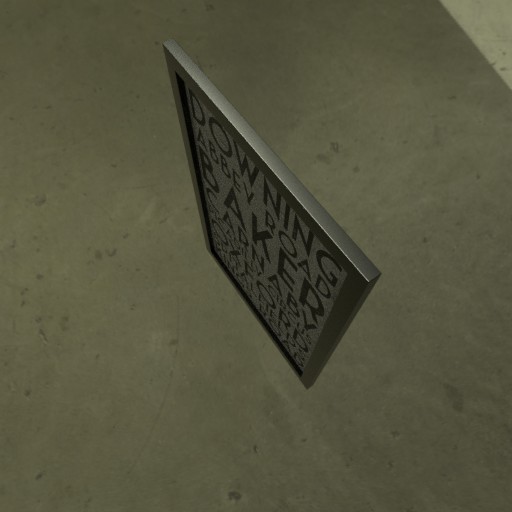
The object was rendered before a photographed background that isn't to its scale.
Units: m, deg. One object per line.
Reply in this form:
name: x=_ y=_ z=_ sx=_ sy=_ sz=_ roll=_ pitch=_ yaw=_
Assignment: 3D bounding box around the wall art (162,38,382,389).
wall art: x=0.000 y=0.000 z=0.567 sx=0.013 sy=0.432 sz=0.304 roll=-31 pitch=68 yaw=-15
